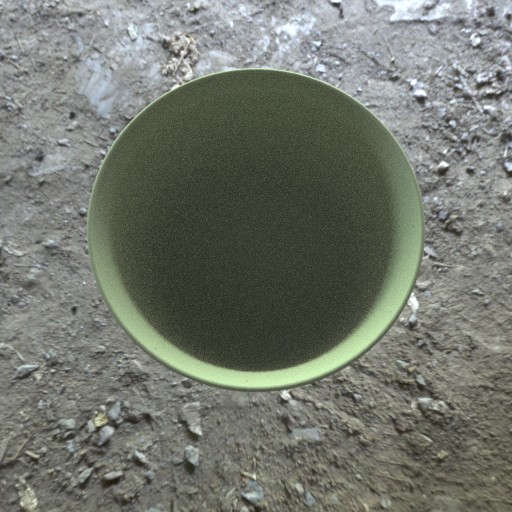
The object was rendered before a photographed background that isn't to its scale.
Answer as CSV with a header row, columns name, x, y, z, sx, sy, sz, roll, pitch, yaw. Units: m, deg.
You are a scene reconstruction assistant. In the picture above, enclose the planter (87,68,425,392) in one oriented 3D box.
name,x,y,z,sx,sy,sz,roll,pitch,yaw
planter,0.000,0.000,0.371,0.204,0.214,0.204,0,77,0
